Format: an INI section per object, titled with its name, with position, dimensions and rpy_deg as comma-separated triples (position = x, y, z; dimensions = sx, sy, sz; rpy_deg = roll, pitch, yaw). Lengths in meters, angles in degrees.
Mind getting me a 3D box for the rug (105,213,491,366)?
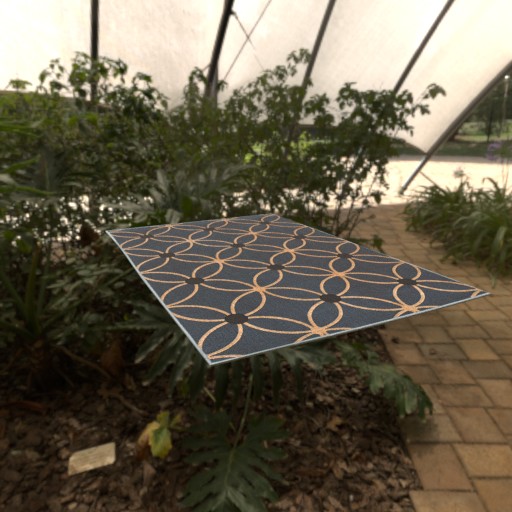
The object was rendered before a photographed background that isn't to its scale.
[rug]
position = 0.000, 0.000, 2.872
dimensions = 1.522, 0.008, 2.284
rpy_deg = -9, 19, -26
